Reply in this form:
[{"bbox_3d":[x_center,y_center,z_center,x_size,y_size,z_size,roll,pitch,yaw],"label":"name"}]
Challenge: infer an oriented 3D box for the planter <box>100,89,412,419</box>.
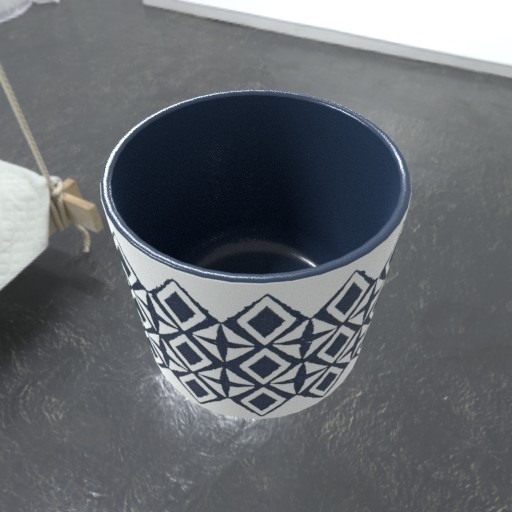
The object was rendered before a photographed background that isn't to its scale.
[{"bbox_3d":[0.000,0.000,0.324,0.182,0.165,0.182,0,48,0],"label":"planter"}]
